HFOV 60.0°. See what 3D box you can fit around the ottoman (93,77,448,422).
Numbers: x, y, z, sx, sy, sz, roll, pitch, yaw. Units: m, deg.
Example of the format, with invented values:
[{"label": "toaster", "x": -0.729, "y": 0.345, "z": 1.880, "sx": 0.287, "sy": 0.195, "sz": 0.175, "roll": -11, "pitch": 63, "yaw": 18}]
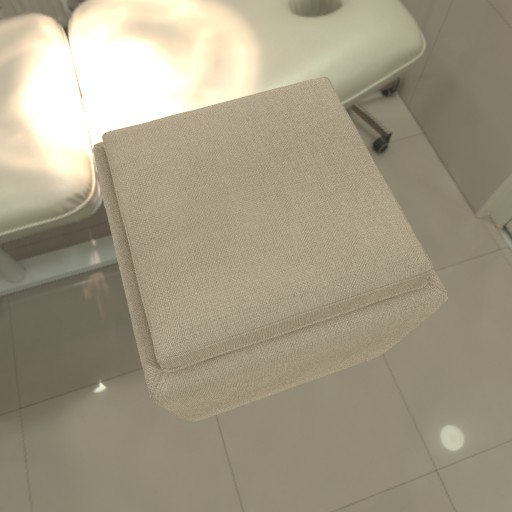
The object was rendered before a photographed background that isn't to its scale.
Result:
[{"label": "ottoman", "x": 0.000, "y": 0.000, "z": 0.824, "sx": 0.451, "sy": 0.460, "sz": 0.450, "roll": -17, "pitch": 66, "yaw": -8}]
